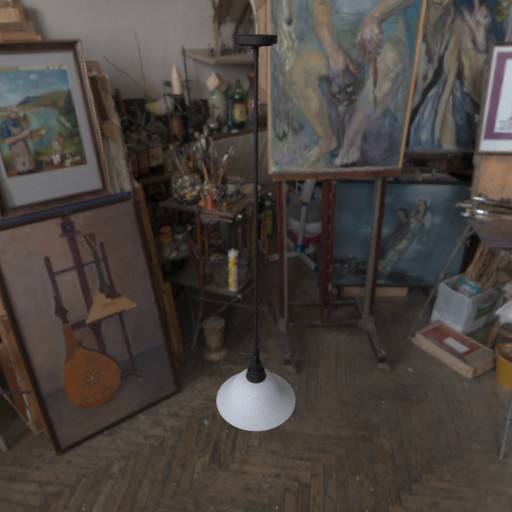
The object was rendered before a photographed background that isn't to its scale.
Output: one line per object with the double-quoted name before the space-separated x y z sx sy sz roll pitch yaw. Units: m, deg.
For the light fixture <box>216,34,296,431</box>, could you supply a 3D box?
"light fixture" 0.000 0.000 1.499 0.324 1.337 0.324 7 30 13
